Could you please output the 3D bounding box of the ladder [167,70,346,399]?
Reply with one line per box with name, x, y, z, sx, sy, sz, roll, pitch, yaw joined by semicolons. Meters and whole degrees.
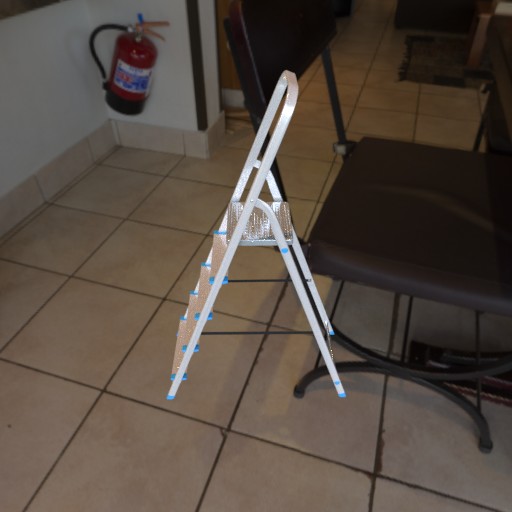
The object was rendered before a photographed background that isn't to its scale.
ladder;0.000;0.000;2.094;0.990;1.648;0.468;-1;40;-1
